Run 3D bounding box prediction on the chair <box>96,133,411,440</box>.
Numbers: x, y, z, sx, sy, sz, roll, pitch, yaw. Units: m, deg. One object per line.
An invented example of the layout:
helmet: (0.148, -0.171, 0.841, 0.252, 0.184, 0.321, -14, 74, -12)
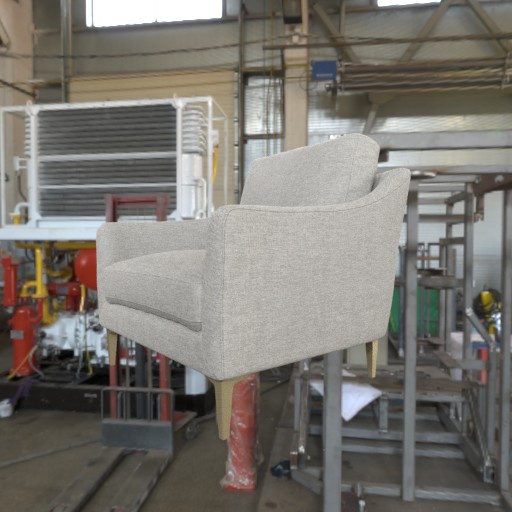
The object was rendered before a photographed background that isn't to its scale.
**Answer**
chair: (0.000, 0.000, 1.718, 0.961, 0.902, 0.986, -1, 2, -36)
